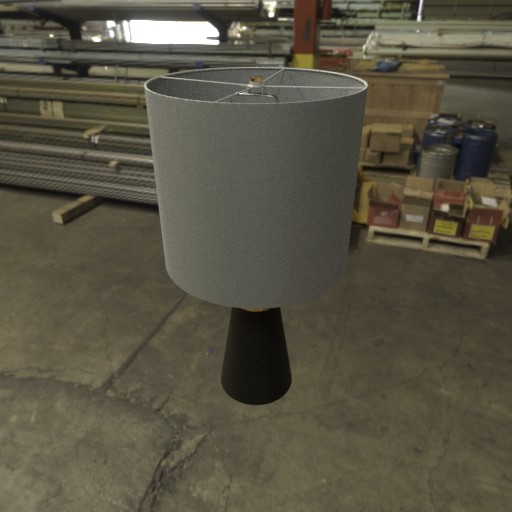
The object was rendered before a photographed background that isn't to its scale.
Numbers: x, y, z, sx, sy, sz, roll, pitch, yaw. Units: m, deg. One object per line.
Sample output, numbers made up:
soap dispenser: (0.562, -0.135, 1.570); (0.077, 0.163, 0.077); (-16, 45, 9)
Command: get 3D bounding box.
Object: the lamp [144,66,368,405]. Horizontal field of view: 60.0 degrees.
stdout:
lamp: (0.000, 0.000, 0.766); (0.308, 0.580, 0.308); (10, 31, 16)
